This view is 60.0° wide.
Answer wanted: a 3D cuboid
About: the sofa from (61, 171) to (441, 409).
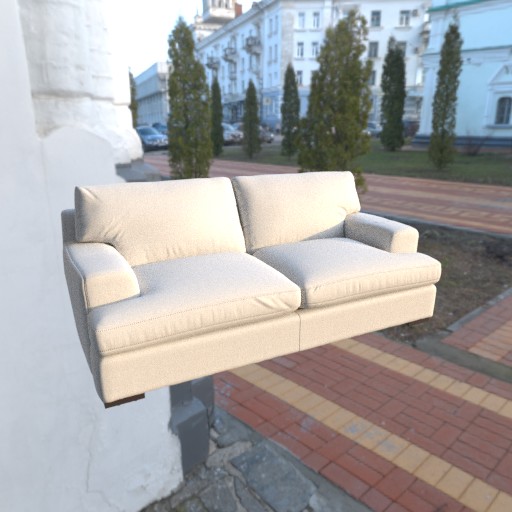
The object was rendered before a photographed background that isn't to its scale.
[{"bbox_3d":[0.000,0.000,2.860,2.261,0.940,1.143,-8,18,-26],"label":"sofa"}]
